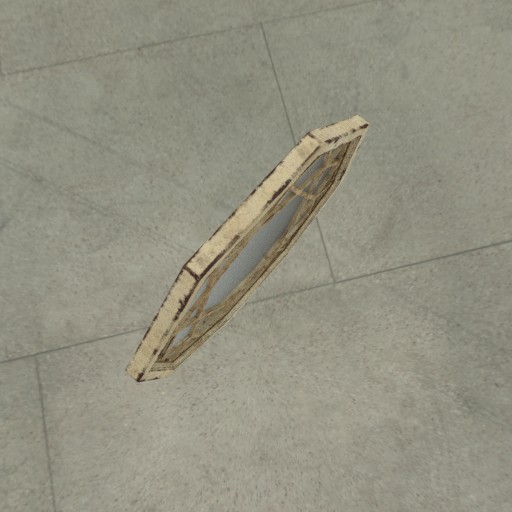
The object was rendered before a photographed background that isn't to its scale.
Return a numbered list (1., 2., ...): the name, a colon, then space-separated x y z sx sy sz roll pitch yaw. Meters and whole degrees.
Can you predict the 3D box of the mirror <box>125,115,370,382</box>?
1. mirror: 0.000 0.000 0.943 0.031 0.648 0.648 40 80 9
